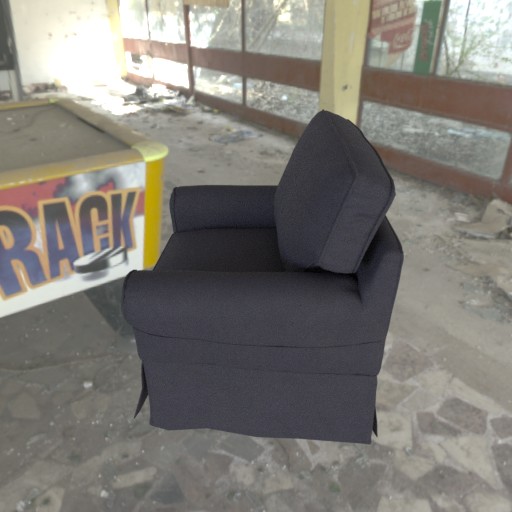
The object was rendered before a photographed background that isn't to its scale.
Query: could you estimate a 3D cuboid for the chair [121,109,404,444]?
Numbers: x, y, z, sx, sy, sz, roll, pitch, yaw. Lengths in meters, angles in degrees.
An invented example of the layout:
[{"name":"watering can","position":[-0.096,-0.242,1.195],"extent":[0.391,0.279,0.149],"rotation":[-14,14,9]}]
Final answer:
[{"name":"chair","position":[0.000,0.000,1.991],"extent":[1.002,1.140,1.119],"rotation":[1,29,1]}]
